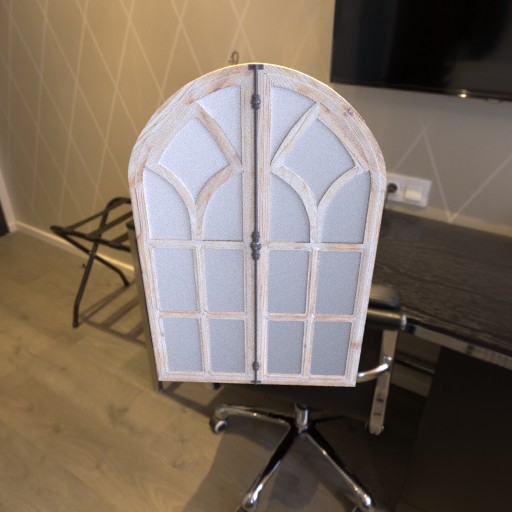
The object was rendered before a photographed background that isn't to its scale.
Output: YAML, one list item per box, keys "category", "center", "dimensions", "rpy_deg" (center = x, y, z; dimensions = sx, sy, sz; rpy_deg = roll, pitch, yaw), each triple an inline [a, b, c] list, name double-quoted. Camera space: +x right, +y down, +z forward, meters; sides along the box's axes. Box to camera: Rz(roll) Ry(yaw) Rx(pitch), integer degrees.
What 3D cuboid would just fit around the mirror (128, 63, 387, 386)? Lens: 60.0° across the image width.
- category: "mirror"
  center: [0.000, 0.000, 1.142]
  dimensions: [0.609, 0.915, 0.032]
  rpy_deg: [1, 30, 2]
